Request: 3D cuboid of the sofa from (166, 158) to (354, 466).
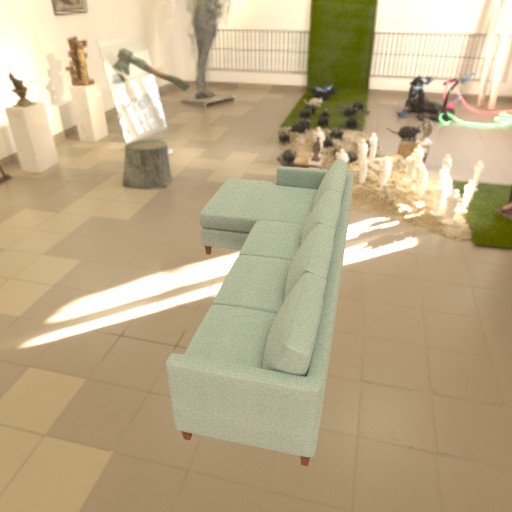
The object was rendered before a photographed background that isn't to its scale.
[{"bbox_3d":[0.000,0.000,4.151,1.600,0.953,3.470,7,32,12],"label":"sofa"}]
